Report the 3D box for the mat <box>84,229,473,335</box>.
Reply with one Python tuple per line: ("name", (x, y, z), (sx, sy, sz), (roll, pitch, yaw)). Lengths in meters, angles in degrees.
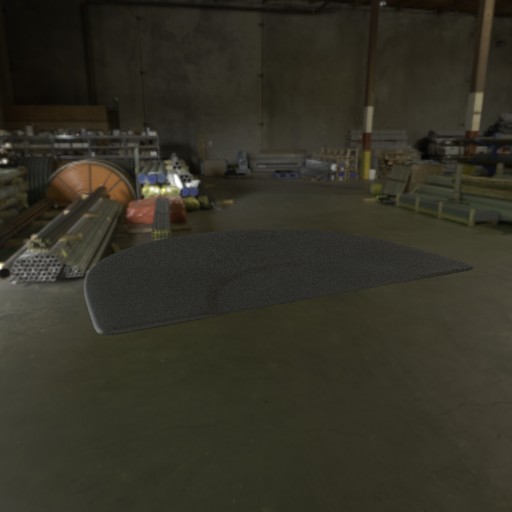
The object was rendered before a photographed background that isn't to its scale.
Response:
("mat", (0.000, 0.000, 1.630), (1.220, 0.016, 0.917), (-7, 17, -25))
